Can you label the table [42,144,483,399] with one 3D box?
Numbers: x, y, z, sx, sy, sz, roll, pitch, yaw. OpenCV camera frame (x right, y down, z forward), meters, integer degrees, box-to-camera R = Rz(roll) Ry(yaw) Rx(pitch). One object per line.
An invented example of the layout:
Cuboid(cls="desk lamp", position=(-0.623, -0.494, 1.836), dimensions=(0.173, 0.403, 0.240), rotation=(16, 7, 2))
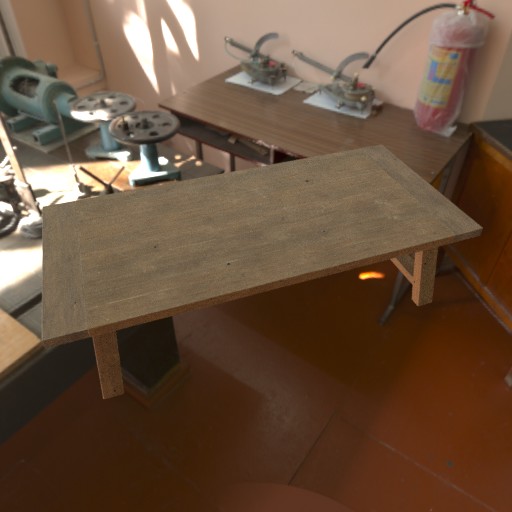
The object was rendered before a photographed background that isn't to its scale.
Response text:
Cuboid(cls="table", position=(0.000, 0.000, 2.138), dimensions=(1.800, 0.465, 0.820), rotation=(-13, 43, -15))
